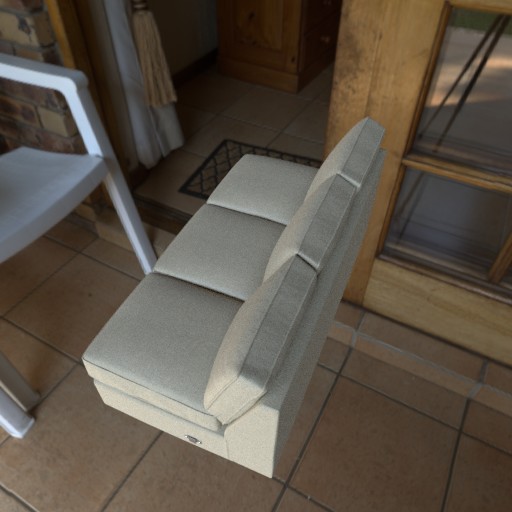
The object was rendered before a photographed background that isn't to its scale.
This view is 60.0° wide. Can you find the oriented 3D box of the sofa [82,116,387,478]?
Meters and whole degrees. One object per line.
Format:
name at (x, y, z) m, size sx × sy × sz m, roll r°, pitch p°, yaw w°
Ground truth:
sofa at (0.000, 0.000, 2.583) m, size 1.027 × 0.973 × 1.962 m, roll 17°, pitch 48°, yaw 16°
